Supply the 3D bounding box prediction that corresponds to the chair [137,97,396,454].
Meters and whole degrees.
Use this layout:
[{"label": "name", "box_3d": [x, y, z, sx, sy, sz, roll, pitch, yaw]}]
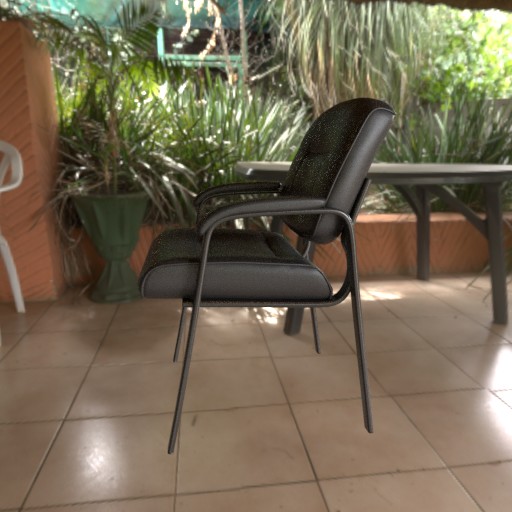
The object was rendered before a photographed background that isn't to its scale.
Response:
[{"label": "chair", "box_3d": [0.000, 0.000, 1.346, 0.668, 0.910, 0.591, -2, 14, -8]}]
